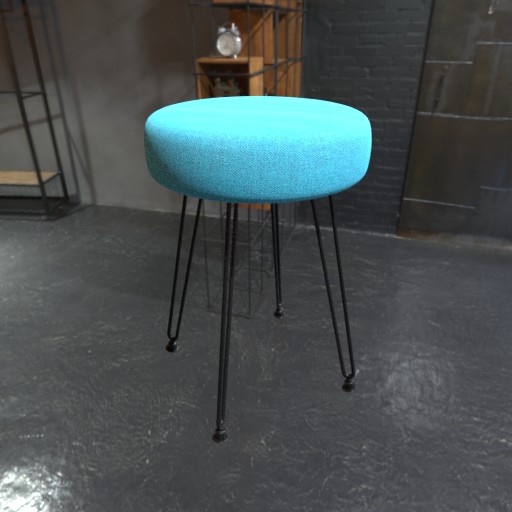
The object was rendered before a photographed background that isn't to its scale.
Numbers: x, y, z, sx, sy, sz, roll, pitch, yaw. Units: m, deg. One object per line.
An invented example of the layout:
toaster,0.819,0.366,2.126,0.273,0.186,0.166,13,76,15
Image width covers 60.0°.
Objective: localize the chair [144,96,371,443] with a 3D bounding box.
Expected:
chair,0.000,0.000,0.682,0.350,0.440,0.350,8,28,16
